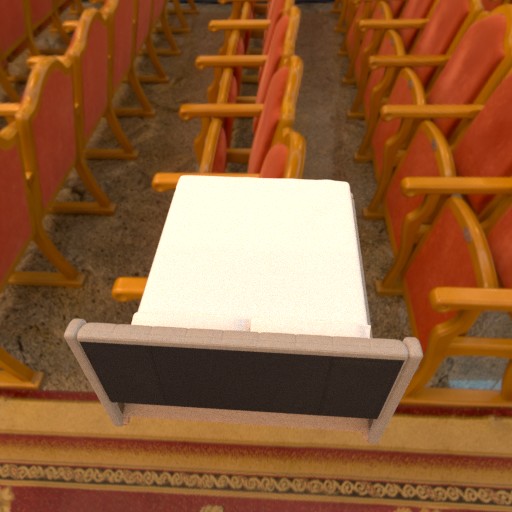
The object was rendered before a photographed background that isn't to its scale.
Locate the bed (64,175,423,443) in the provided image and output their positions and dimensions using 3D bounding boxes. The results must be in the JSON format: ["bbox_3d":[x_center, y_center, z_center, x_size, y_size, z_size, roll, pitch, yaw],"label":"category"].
[{"bbox_3d":[0.000,0.000,3.182,1.656,1.147,2.232,3,46,3],"label":"bed"}]
